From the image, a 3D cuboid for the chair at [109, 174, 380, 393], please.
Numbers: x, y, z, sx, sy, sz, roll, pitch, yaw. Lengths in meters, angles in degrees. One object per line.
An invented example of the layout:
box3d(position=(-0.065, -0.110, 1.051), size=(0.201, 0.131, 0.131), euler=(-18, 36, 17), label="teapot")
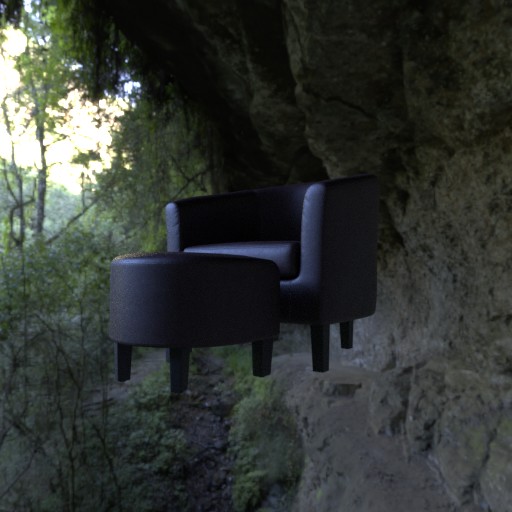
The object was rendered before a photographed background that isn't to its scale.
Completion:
box3d(position=(0.000, 0.000, 1.652), size=(0.737, 0.755, 1.176), euler=(-2, -3, 35), label="chair")
